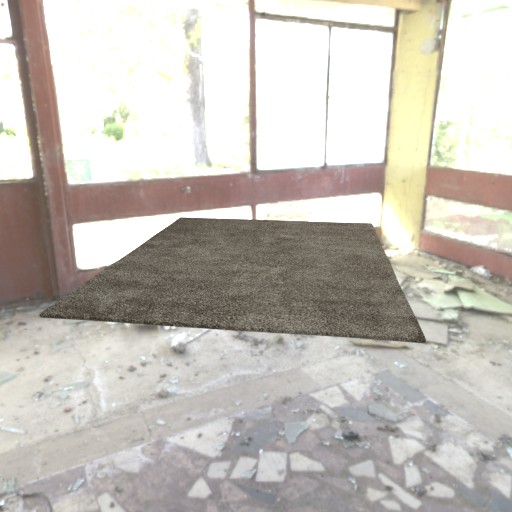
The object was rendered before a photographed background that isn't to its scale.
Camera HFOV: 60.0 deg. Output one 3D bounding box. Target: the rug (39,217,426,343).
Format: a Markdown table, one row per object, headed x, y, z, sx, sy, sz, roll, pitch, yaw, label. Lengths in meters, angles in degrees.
| x | y | z | sx | sy | sz | roll | pitch | yaw | label |
| --- | --- | --- | --- | --- | --- | --- | --- | --- | --- |
| 0.000 | 0.000 | 4.109 | 2.401 | 0.025 | 3.000 | 2 | 17 | 8 | rug |
